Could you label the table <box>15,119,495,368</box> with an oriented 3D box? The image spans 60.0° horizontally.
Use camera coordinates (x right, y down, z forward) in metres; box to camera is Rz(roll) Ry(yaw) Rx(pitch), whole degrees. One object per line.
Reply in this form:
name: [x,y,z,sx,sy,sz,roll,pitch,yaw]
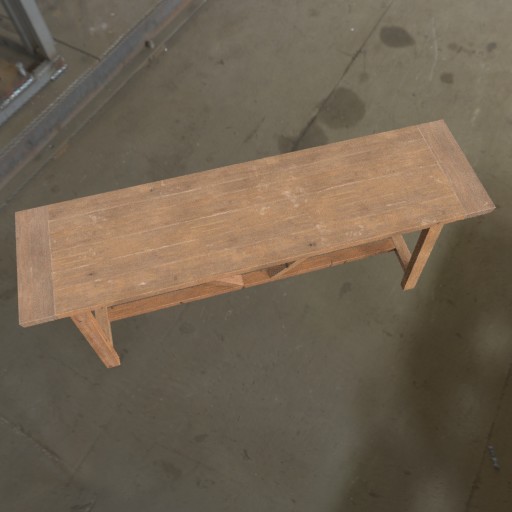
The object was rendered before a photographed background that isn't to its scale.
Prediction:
table: [0.000,0.000,2.077,1.800,0.810,0.465,-14,65,-7]
